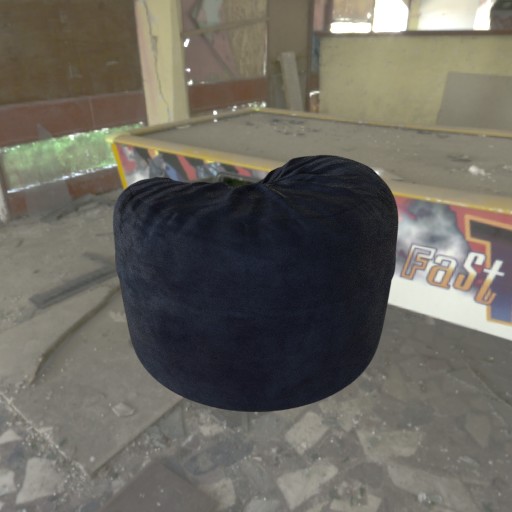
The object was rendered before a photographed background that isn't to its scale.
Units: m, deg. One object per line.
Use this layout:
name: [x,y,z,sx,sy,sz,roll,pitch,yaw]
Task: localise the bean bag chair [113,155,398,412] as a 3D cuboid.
bean bag chair: [0.000,0.000,1.523,0.918,0.616,0.918,0,26,0]
